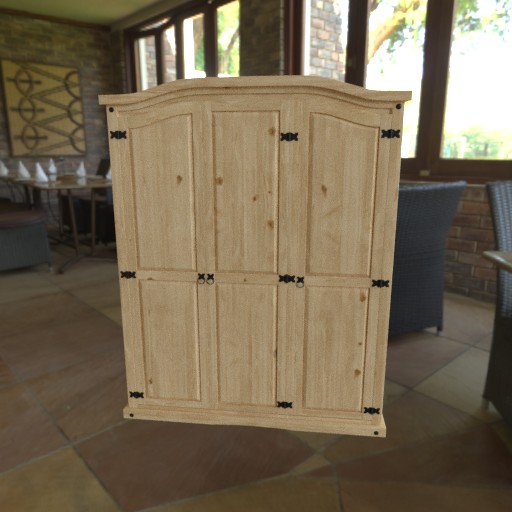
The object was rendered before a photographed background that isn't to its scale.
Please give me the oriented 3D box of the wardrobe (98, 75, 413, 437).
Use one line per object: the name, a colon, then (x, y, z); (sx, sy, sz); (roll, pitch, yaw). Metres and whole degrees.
wardrobe: (0.000, 0.000, 2.571); (1.500, 1.870, 0.570); (2, 14, 7)
